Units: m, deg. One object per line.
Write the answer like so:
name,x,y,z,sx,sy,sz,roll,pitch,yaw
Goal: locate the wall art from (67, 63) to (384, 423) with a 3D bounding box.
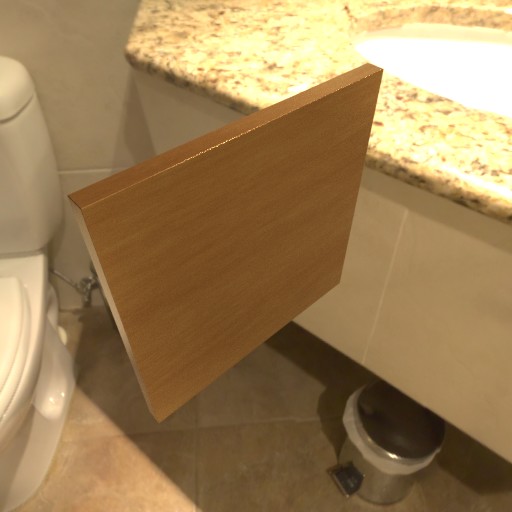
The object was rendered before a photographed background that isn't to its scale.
wall art,0.000,0.000,0.452,0.302,0.302,0.019,-33,54,-28
